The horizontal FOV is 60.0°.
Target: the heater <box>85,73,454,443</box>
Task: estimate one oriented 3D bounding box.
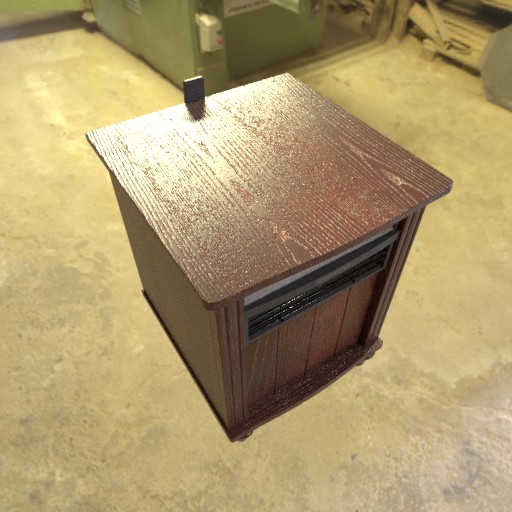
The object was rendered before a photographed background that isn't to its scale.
[{"bbox_3d":[0.000,0.000,0.758,0.362,0.481,0.400,-25,52,-22],"label":"heater"}]
